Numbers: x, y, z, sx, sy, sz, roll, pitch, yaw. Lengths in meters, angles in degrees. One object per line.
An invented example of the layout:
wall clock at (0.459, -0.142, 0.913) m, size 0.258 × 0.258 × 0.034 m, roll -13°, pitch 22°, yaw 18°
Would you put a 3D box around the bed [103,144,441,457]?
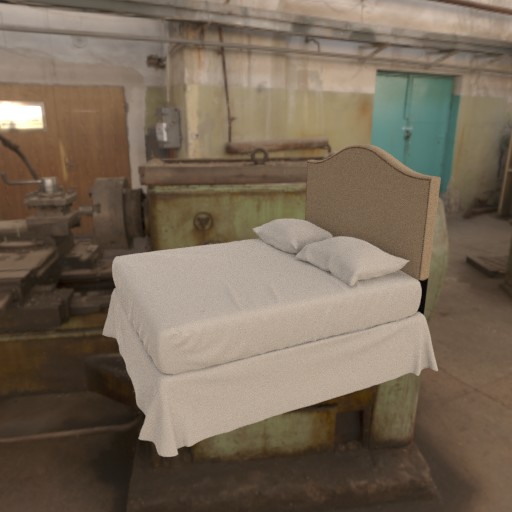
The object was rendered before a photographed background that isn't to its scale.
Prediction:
bed at (0.000, 0.000, 3.446) m, size 2.221 × 1.645 × 1.876 m, roll -8°, pitch 19°, yaw -25°
